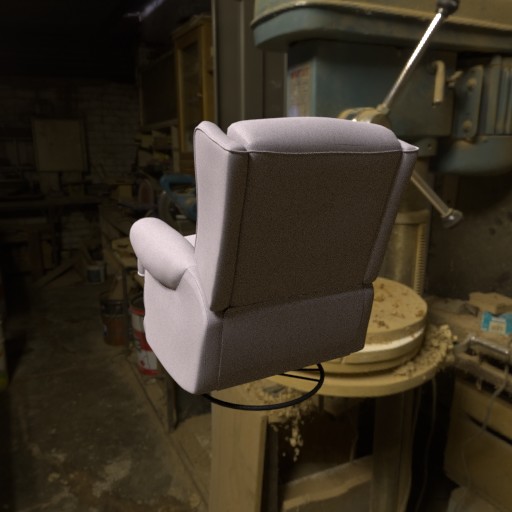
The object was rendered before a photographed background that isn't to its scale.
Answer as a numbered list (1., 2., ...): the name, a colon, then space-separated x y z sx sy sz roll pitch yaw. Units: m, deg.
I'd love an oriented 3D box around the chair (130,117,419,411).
1. chair: 0.000 0.000 1.755 0.847 1.011 0.969 -7 16 -27
